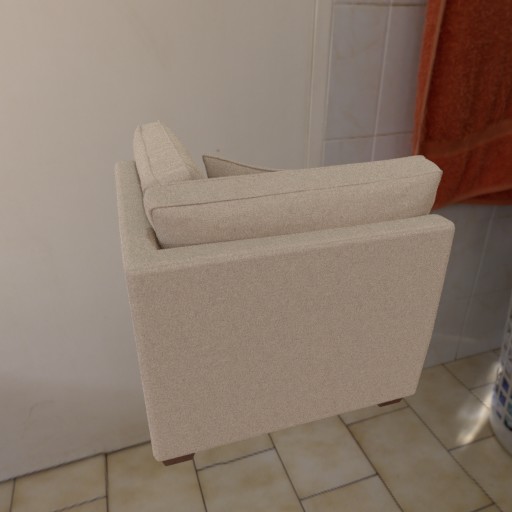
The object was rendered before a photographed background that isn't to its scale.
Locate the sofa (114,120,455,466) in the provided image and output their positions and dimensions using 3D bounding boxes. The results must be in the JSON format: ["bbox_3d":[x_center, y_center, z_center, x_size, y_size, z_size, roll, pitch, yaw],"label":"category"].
[{"bbox_3d":[0.000,0.000,1.936,1.084,1.002,1.146,-8,29,-15],"label":"sofa"}]
